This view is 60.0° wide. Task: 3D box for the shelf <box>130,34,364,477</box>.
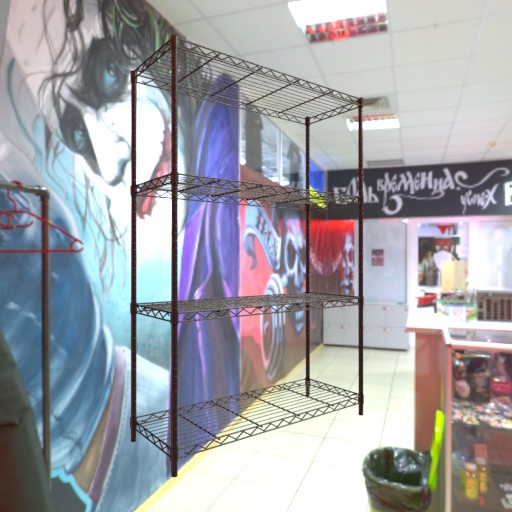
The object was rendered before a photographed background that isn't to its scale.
[{"bbox_3d":[0.000,0.000,1.769,0.907,1.361,0.352,0,0,-37],"label":"shelf"}]
